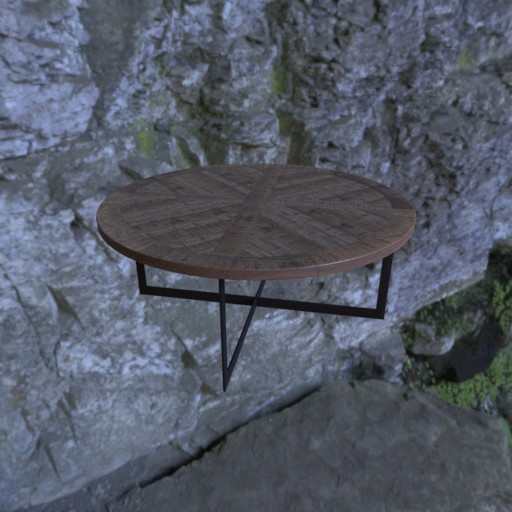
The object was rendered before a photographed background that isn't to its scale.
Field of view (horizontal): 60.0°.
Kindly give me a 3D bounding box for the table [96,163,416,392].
[{"bbox_3d":[0.000,0.000,1.951,1.264,0.516,1.264,0,25,0],"label":"table"}]
